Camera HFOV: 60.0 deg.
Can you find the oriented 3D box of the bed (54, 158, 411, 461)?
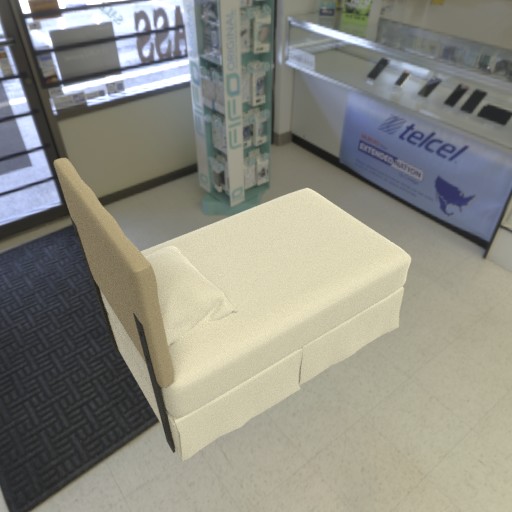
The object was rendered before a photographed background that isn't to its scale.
[{"bbox_3d":[0.000,0.000,3.033,1.997,1.571,1.261,-24,46,-26],"label":"bed"}]
